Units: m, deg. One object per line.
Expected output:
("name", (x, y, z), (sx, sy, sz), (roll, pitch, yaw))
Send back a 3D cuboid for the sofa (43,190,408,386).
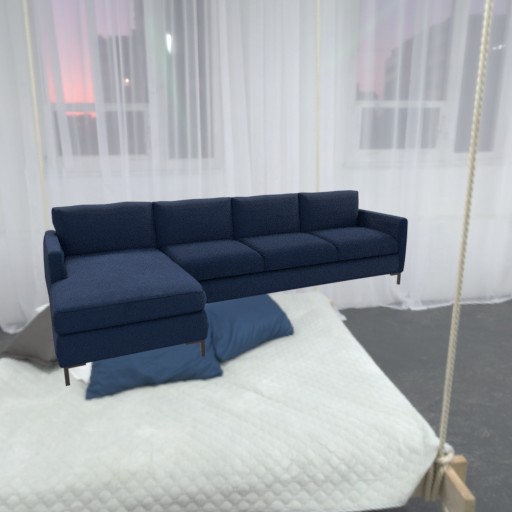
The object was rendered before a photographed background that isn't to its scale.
("sofa", (0.000, 0.000, 2.838), (2.450, 0.679, 1.128), (-7, 16, -26))
